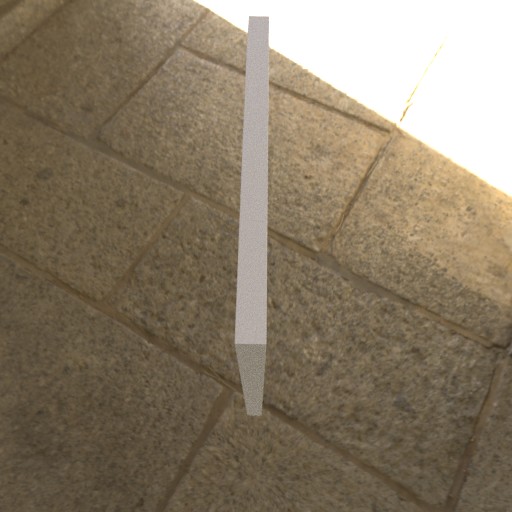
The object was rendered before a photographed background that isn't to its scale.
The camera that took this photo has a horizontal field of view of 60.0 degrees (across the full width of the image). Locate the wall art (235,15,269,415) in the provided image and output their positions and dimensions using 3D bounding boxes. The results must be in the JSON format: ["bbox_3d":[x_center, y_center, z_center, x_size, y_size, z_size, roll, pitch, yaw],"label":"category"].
[{"bbox_3d":[0.000,0.000,0.739,0.030,0.549,0.443,1,64,0],"label":"wall art"}]
